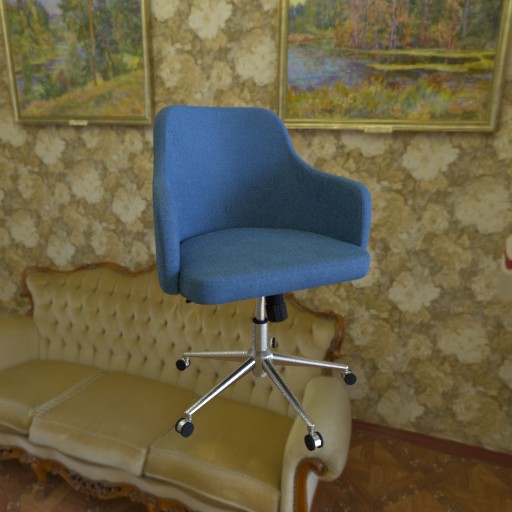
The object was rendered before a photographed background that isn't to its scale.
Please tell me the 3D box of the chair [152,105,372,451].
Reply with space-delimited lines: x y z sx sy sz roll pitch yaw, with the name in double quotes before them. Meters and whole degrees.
"chair" 0.000 0.000 1.238 0.599 0.820 0.655 -8 17 -26
